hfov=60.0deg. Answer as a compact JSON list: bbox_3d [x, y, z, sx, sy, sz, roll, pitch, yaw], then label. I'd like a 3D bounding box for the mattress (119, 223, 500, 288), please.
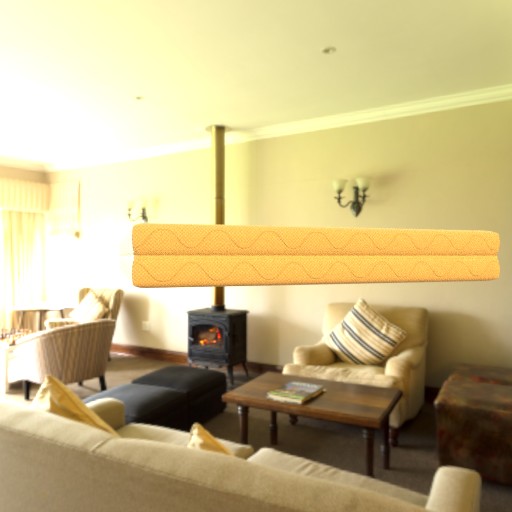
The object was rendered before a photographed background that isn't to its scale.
[{"bbox_3d":[0.000,0.000,2.424,1.400,0.200,1.900,0,0,-18],"label":"mattress"}]
